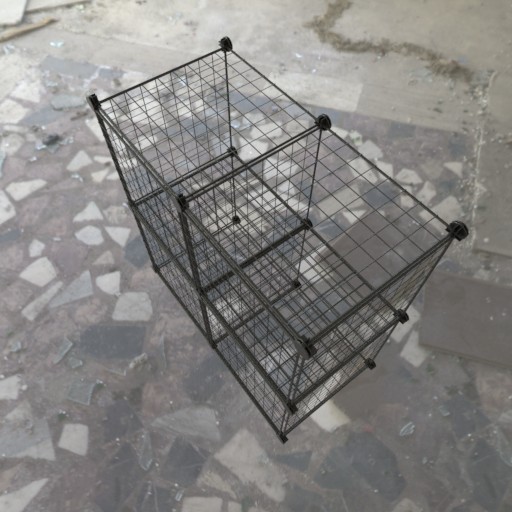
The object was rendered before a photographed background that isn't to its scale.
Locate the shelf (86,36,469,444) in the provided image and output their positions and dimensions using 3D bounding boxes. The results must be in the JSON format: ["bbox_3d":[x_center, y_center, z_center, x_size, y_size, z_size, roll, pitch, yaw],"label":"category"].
[{"bbox_3d":[0.000,0.000,1.126,0.356,0.711,0.711,-33,63,-19],"label":"shelf"}]
